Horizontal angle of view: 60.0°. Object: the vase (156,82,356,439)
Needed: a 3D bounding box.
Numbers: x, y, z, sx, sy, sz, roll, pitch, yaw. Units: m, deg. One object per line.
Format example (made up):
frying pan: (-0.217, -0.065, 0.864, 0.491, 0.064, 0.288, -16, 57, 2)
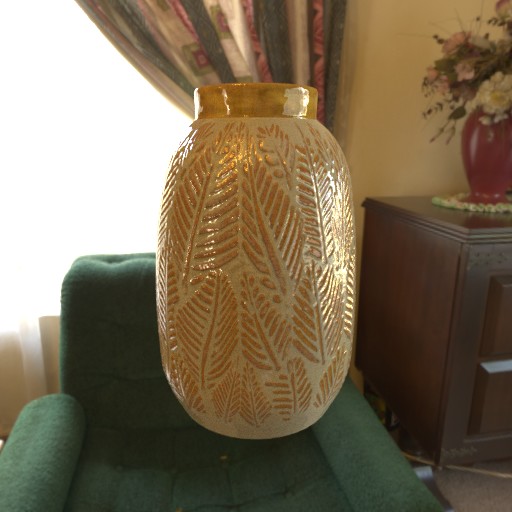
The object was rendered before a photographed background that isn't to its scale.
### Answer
vase: (0.000, 0.000, 0.383, 0.172, 0.270, 0.172, 0, 14, 0)
